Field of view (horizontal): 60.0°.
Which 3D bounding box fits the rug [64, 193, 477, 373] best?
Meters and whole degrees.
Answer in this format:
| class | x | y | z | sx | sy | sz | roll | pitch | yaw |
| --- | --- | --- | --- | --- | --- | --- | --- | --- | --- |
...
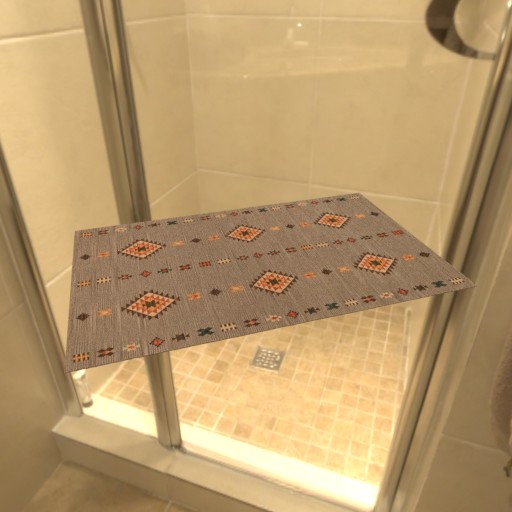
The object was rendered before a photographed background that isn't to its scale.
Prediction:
| class | x | y | z | sx | sy | sz | roll | pitch | yaw |
| --- | --- | --- | --- | --- | --- | --- | --- | --- | --- |
| rug | 0.000 | 0.000 | 3.079 | 2.427 | 0.007 | 1.515 | -9 | 33 | -15 |
